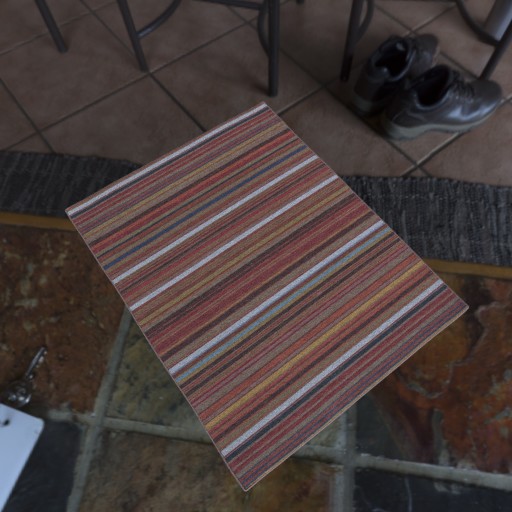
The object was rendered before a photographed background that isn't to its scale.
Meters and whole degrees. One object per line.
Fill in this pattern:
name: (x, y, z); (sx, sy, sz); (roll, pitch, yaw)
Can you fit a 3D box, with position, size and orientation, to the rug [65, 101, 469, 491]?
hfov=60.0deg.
rug: (0.000, 0.000, 4.180); (2.479, 0.023, 3.092); (-33, 68, -15)
